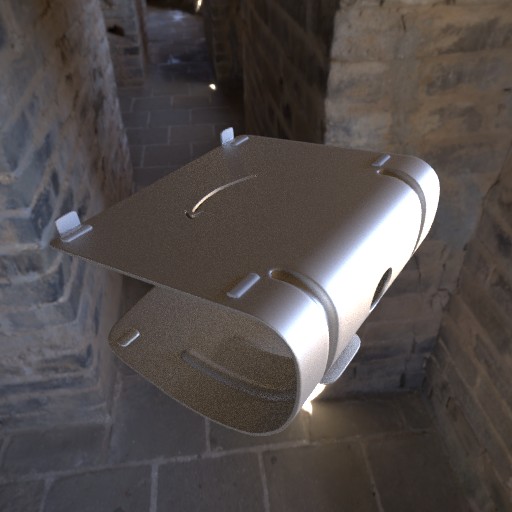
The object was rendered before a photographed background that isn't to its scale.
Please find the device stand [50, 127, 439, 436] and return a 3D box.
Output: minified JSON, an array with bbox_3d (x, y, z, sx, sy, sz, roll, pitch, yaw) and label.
[{"bbox_3d":[0.000,0.000,0.406,0.236,0.155,0.256,25,46,27],"label":"device stand"}]
